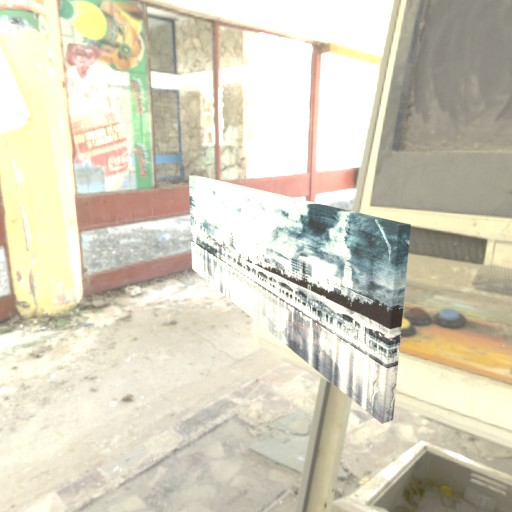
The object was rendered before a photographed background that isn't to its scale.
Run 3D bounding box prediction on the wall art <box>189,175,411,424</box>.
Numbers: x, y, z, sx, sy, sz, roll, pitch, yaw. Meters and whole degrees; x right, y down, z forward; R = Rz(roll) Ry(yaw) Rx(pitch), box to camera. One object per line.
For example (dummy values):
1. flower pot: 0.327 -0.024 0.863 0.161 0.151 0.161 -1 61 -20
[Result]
1. wall art: 0.000 0.000 1.720 0.037 0.509 1.524 -7 16 -25
